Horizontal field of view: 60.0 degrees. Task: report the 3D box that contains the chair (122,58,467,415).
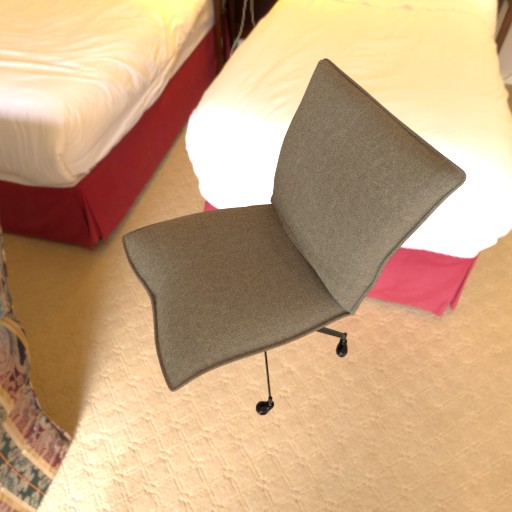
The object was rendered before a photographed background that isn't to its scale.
[{"bbox_3d":[0.000,0.000,1.274,0.696,0.811,0.597,-17,50,-15],"label":"chair"}]
